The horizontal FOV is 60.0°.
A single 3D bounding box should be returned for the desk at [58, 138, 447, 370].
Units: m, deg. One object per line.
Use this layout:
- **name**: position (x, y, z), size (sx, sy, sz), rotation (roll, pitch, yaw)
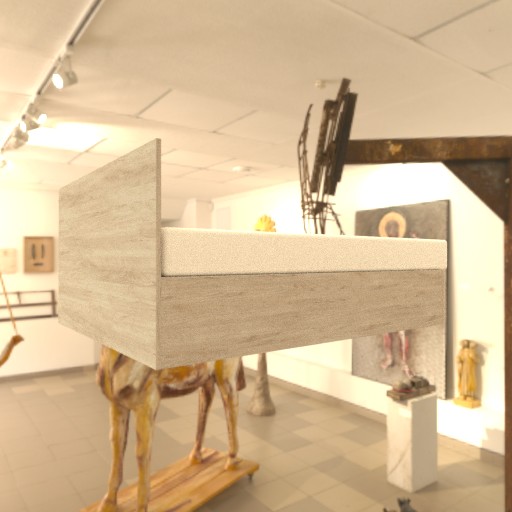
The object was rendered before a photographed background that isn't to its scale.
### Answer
- **desk**: position (0.000, 0.000, 2.655), size (1.900, 0.800, 1.400), rotation (0, 0, -37)
